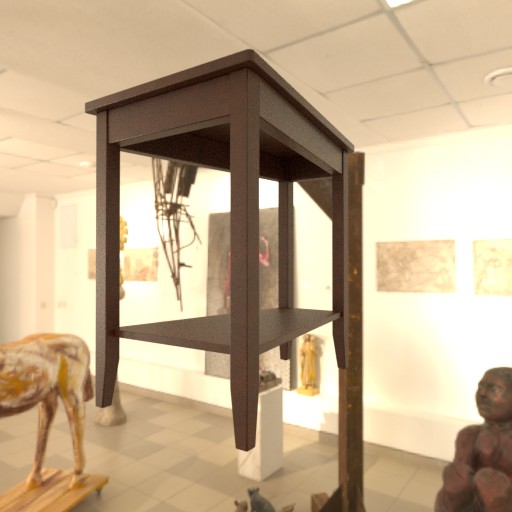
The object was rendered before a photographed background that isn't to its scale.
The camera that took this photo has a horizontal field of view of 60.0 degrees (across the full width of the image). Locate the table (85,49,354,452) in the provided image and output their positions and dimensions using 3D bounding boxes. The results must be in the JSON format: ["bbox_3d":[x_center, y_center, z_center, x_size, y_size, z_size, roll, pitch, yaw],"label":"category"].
[{"bbox_3d":[0.000,0.000,0.993,0.399,0.589,0.605,0,-1,35],"label":"table"}]
